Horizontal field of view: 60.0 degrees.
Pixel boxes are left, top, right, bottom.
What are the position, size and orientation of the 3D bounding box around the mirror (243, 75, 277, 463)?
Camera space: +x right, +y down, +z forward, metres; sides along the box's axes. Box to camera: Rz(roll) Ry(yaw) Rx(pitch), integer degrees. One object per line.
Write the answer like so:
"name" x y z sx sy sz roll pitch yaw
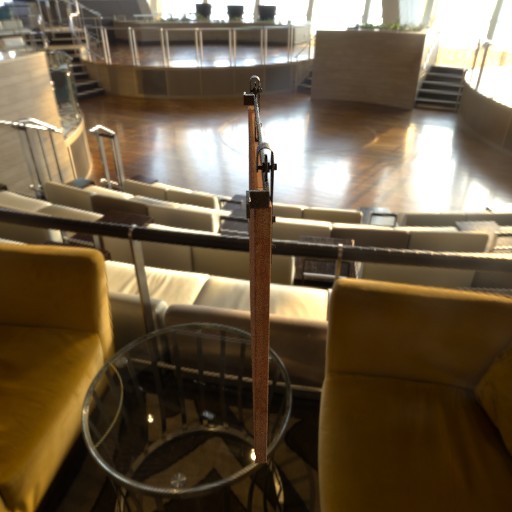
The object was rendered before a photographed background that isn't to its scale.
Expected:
"mirror" 0.000 0.000 1.197 0.054 0.800 0.805 -1 32 -1
